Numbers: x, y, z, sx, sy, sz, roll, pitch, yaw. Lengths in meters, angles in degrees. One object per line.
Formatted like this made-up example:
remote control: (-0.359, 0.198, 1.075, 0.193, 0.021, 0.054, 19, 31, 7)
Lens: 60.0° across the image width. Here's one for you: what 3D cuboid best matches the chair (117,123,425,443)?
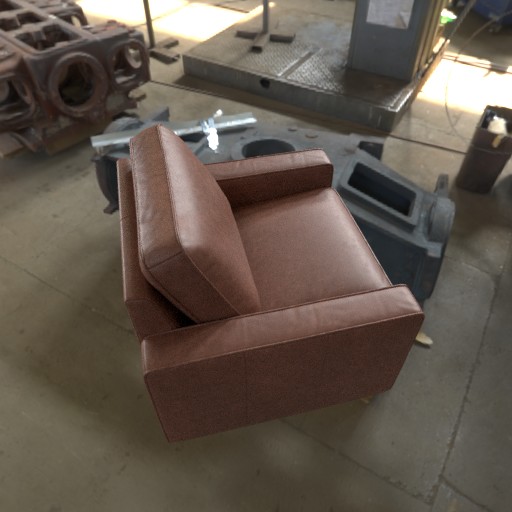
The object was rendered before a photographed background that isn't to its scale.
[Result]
chair: (0.000, 0.000, 1.776, 0.940, 0.919, 1.017, -10, 48, -9)
